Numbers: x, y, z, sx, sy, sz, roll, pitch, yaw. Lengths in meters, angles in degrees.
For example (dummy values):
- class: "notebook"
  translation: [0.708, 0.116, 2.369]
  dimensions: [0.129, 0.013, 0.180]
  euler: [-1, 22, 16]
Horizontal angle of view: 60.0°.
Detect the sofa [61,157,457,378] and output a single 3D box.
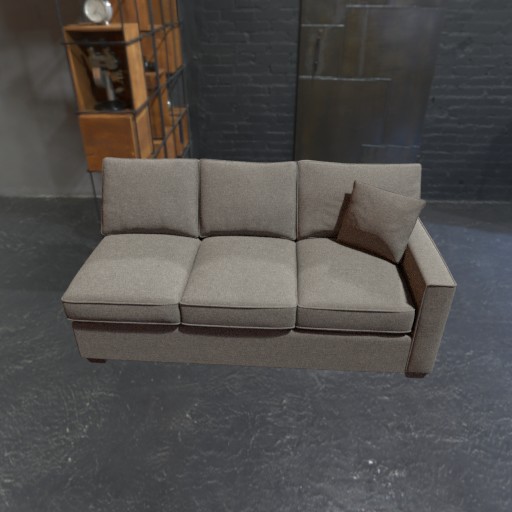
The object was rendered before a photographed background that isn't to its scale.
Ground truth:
- class: "sofa"
  translation: [0.000, 0.000, 2.625]
  dimensions: [1.963, 0.946, 1.034]
  euler: [2, 31, 3]
